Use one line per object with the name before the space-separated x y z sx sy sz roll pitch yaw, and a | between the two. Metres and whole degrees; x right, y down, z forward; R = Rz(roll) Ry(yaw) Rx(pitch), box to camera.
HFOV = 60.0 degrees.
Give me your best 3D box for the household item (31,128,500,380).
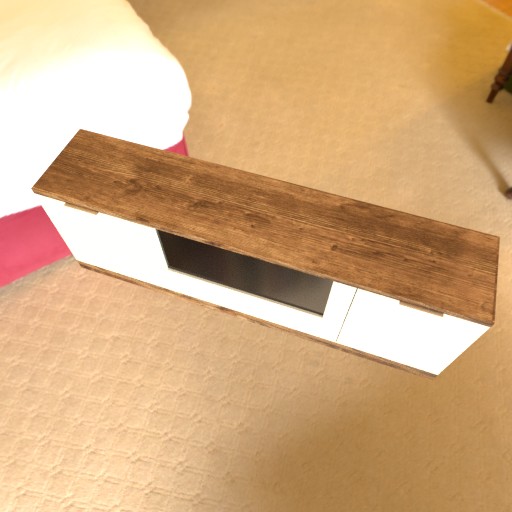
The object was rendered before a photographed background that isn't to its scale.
household item | 0.000 0.000 1.979 1.800 0.615 0.390 16 59 10
